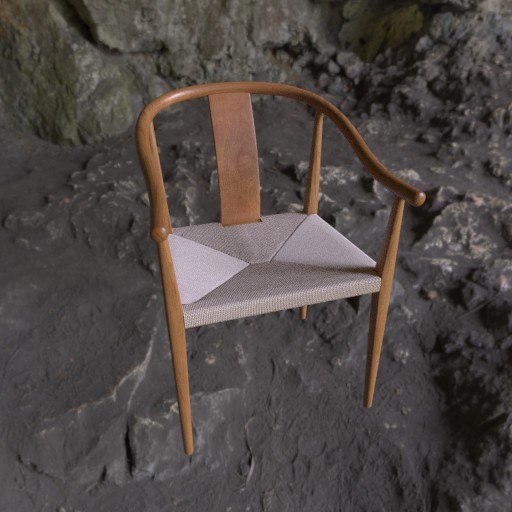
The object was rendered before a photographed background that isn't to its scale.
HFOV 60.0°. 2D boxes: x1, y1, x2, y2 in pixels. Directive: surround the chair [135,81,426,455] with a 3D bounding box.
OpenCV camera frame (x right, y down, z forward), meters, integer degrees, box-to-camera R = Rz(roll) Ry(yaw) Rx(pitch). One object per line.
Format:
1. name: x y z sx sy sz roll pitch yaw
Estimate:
1. chair: 0.000 0.000 1.204 0.556 0.800 0.579 -9 33 -14
